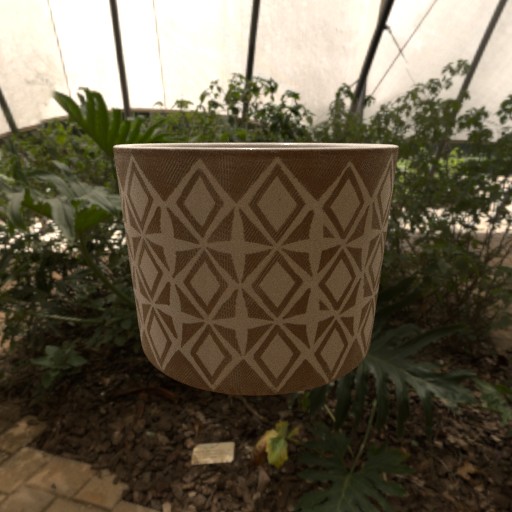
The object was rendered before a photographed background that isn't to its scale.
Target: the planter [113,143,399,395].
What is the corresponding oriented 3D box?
[{"bbox_3d":[0.000,0.000,0.451,0.260,0.220,0.260,0,15,0],"label":"planter"}]
